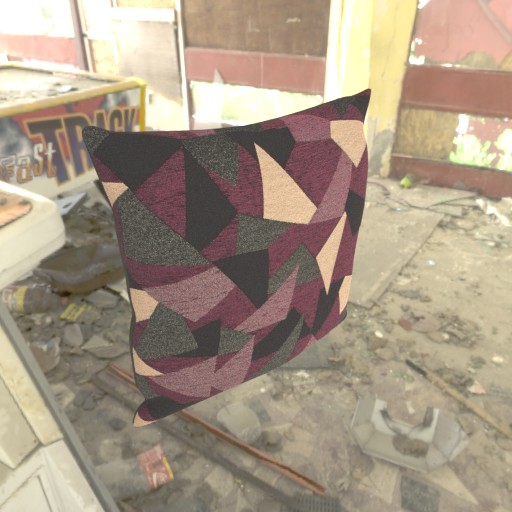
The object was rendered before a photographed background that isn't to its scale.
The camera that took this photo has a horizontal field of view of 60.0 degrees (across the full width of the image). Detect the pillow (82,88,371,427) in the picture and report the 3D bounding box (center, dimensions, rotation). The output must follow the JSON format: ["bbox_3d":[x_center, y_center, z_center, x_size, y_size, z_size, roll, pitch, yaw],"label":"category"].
[{"bbox_3d":[0.000,0.000,0.742,0.503,0.496,0.208,-20,36,-31],"label":"pillow"}]
